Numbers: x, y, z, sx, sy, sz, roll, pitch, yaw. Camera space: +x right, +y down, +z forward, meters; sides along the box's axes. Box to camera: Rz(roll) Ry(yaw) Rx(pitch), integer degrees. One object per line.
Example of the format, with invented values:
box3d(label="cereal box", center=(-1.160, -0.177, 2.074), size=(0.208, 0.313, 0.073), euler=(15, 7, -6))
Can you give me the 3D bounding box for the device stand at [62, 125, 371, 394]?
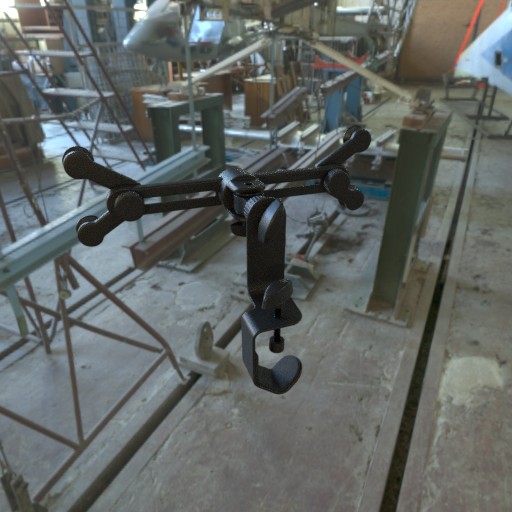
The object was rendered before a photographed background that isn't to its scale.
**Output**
box3d(label="device stand", center=(0.000, 0.000, 0.359), size=(0.270, 0.166, 0.142), euler=(-9, 29, -17))
